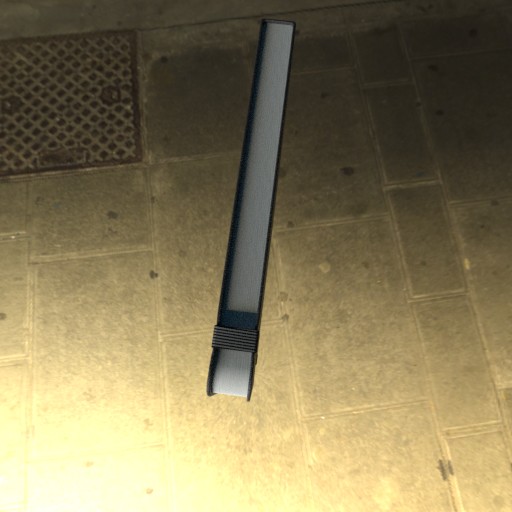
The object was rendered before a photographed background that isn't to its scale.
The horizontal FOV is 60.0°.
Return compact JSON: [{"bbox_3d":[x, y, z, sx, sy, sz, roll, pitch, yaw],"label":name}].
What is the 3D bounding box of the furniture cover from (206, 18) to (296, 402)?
[{"bbox_3d":[0.000,0.000,0.369,0.023,0.281,0.216,7,75,2],"label":"furniture cover"}]
